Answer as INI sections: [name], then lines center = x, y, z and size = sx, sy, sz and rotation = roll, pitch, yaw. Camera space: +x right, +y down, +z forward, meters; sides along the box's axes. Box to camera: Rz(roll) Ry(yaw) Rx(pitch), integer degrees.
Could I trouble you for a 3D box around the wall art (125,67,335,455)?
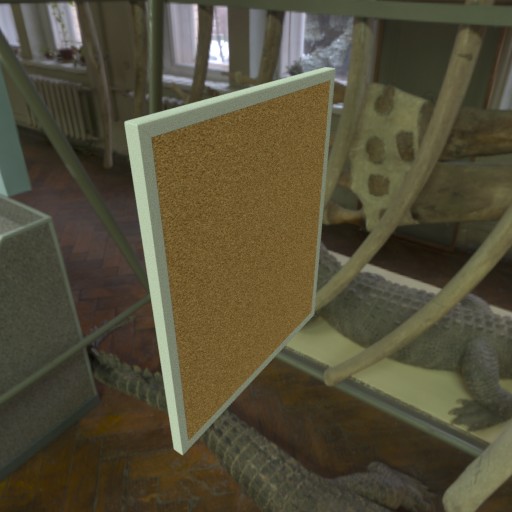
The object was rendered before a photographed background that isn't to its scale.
[wall art]
center = 0.000, 0.000, 0.745
size = 0.020, 0.536, 0.444
rotation = 20, 37, 29
